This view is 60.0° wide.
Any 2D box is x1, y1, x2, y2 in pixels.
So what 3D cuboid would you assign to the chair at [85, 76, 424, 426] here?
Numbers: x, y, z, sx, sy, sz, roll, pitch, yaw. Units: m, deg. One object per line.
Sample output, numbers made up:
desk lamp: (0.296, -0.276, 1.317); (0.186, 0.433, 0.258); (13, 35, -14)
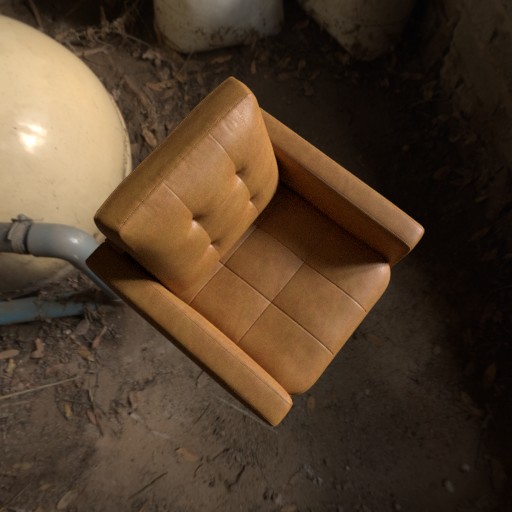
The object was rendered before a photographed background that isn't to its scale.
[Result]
chair: (0.000, 0.000, 1.574); (0.868, 0.896, 0.831); (39, 78, 9)
